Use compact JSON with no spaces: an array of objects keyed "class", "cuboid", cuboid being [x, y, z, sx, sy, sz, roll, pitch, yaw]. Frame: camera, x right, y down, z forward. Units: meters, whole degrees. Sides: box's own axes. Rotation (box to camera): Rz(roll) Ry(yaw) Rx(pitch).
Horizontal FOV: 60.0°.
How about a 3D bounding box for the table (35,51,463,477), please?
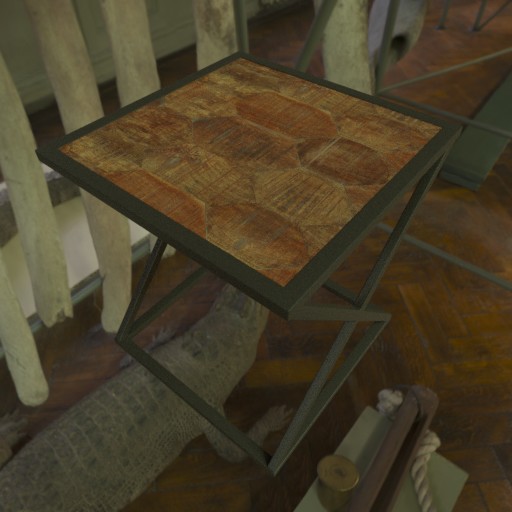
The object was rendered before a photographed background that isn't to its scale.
[{"class":"table","cuboid":[0.000,0.000,0.931,0.500,0.565,0.500,31,54,26]}]
